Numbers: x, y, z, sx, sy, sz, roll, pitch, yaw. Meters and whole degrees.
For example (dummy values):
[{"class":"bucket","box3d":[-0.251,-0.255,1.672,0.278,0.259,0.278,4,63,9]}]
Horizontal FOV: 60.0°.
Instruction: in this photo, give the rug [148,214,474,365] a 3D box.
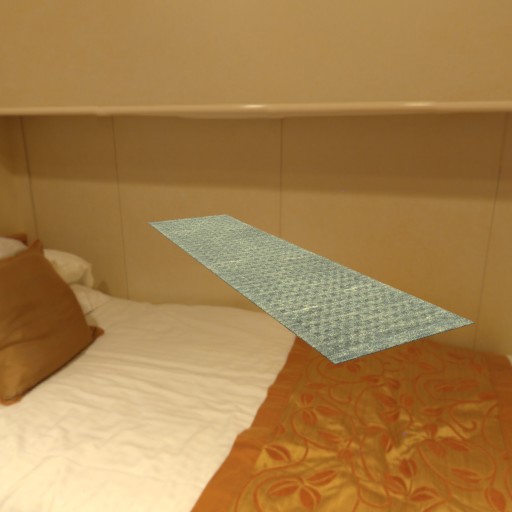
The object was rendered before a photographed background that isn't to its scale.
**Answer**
[{"class":"rug","box3d":[0.000,0.000,2.647,0.688,0.008,2.443,-8,19,-26]}]
